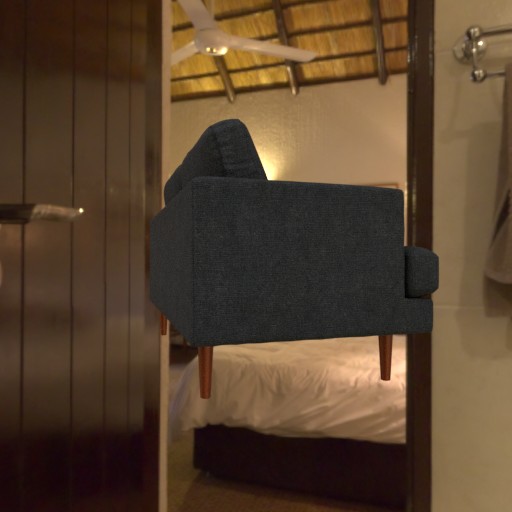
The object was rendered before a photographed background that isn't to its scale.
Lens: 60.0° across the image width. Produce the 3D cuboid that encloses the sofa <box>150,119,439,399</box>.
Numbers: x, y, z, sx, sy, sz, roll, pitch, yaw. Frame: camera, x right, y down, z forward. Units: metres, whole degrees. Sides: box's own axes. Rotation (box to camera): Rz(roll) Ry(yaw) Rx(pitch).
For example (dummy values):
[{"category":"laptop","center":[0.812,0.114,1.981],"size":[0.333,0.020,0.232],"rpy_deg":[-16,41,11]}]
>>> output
[{"category":"sofa","center":[0.000,0.000,2.182],"size":[0.903,0.944,1.582],"rpy_deg":[0,0,-18]}]
